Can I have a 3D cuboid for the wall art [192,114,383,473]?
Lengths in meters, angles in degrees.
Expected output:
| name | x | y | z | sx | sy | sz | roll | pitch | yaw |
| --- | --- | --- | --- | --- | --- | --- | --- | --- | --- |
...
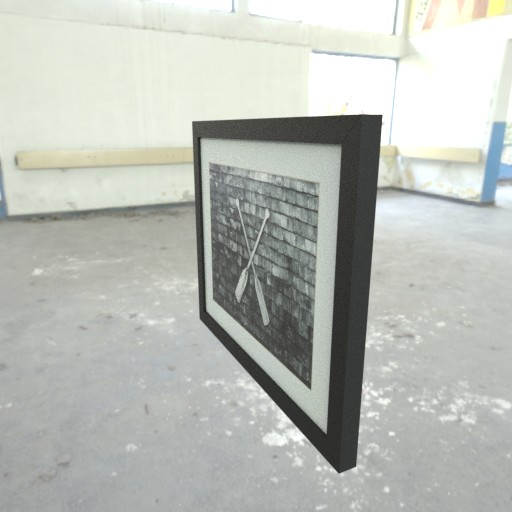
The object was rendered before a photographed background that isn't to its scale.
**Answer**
| name | x | y | z | sx | sy | sz | roll | pitch | yaw |
| --- | --- | --- | --- | --- | --- | --- | --- | --- | --- |
| wall art | 0.000 | 0.000 | 0.774 | 0.029 | 0.457 | 0.558 | -8 | 18 | -25 |
